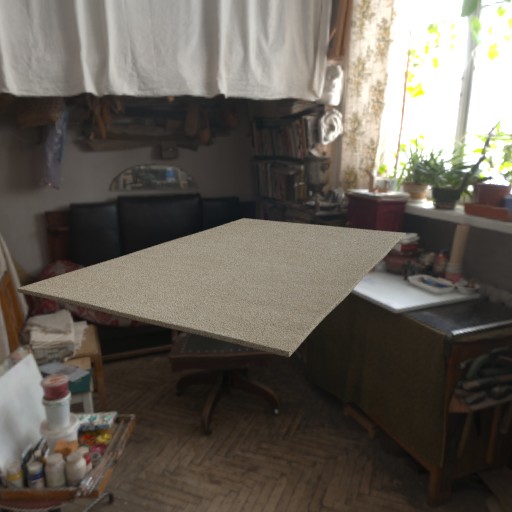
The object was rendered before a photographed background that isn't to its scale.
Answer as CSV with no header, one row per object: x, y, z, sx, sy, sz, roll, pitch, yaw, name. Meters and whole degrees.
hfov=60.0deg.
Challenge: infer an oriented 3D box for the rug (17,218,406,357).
0.000,0.000,2.913,1.500,0.025,2.346,8,16,27,rug
